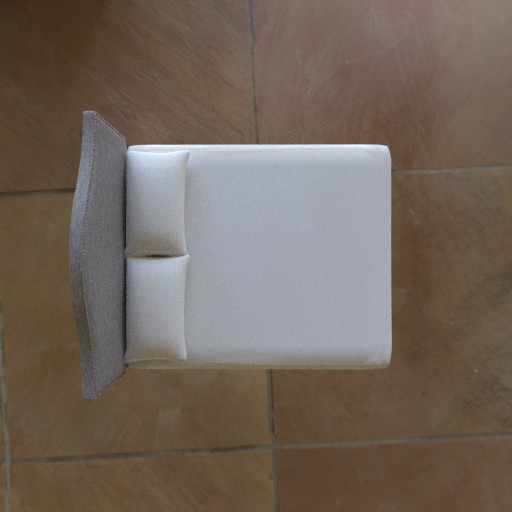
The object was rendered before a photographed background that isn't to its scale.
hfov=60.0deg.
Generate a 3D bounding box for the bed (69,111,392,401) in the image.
[{"bbox_3d":[0.000,0.000,2.862,1.870,1.295,1.610,0,90,0],"label":"bed"}]
